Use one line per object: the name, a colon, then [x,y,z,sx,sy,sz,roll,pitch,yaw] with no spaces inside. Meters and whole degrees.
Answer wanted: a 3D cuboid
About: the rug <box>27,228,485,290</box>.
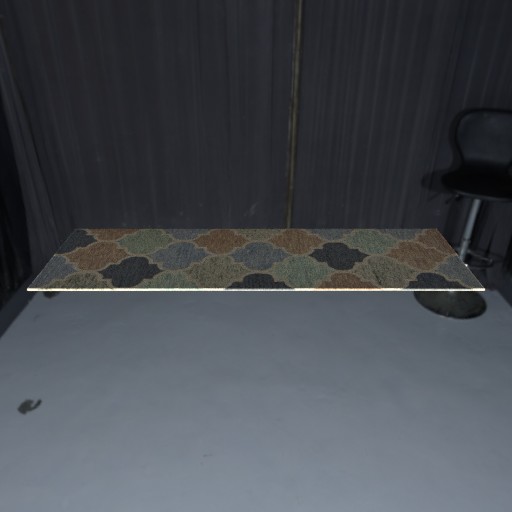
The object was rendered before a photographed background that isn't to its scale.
rug: [0.000,0.000,2.509,2.287,0.011,0.687,0,30,0]
